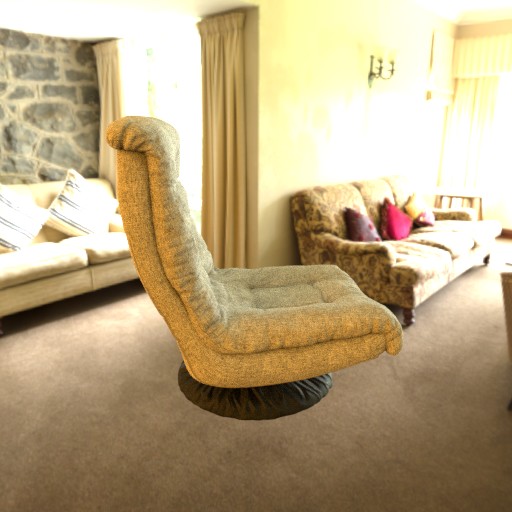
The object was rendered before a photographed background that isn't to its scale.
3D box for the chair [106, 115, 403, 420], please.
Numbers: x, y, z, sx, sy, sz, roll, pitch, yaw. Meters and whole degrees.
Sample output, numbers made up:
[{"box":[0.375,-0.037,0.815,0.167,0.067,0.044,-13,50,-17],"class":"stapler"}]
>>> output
[{"box":[0.000,0.000,0.998,0.583,0.600,0.400,-2,16,-8],"class":"chair"}]
